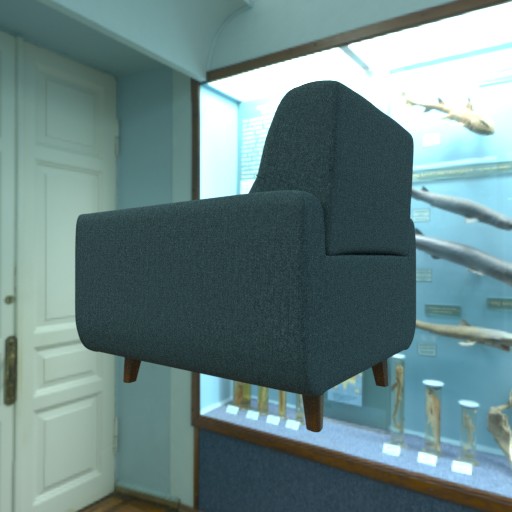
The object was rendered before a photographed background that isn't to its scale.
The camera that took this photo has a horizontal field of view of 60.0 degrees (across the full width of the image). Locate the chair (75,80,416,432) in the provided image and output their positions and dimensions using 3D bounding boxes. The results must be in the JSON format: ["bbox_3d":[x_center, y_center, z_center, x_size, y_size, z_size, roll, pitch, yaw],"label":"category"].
[{"bbox_3d":[0.000,0.000,1.631,0.964,0.940,0.880,0,0,36],"label":"chair"}]
